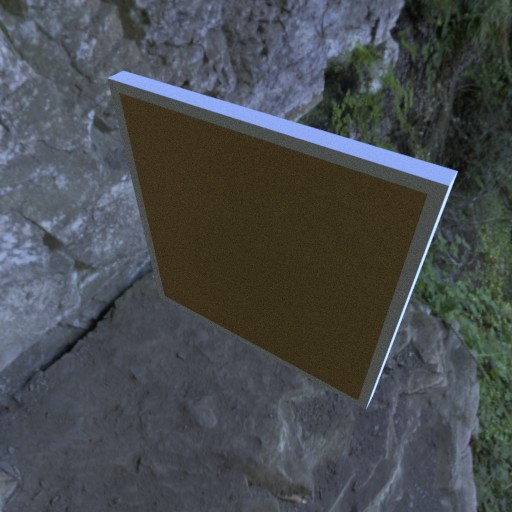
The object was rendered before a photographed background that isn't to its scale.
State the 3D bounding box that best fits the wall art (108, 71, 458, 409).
[{"bbox_3d":[0.000,0.000,0.457,0.307,0.307,0.020,24,50,23],"label":"wall art"}]
